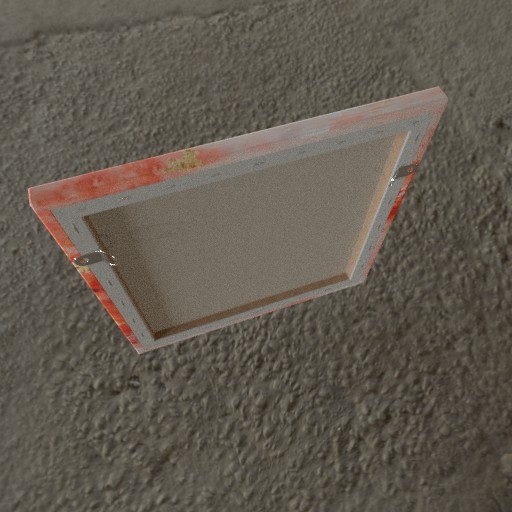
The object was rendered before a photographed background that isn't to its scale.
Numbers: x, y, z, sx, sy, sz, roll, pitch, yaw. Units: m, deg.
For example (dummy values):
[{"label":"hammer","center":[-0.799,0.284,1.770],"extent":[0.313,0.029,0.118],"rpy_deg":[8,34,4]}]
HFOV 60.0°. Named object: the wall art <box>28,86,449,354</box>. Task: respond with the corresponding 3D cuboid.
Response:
[{"label":"wall art","center":[0.000,0.000,1.072],"extent":[0.747,0.746,0.064],"rpy_deg":[-16,61,-9]}]
